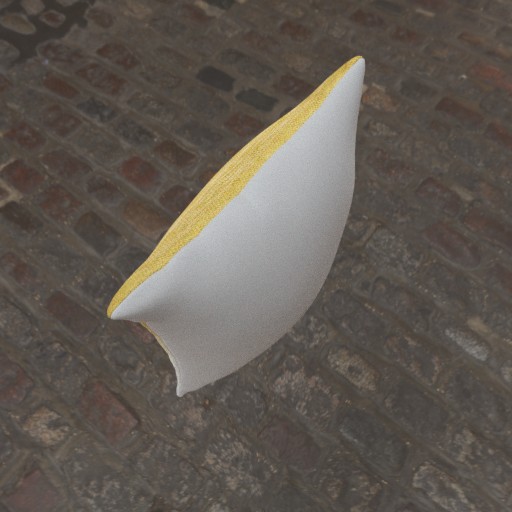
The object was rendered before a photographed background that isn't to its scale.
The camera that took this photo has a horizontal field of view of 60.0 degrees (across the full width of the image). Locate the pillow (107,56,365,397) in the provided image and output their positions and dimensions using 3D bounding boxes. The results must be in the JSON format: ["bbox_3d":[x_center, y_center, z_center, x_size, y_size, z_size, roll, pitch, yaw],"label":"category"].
[{"bbox_3d":[0.000,0.000,0.690,0.211,0.450,0.450,35,68,16],"label":"pillow"}]
